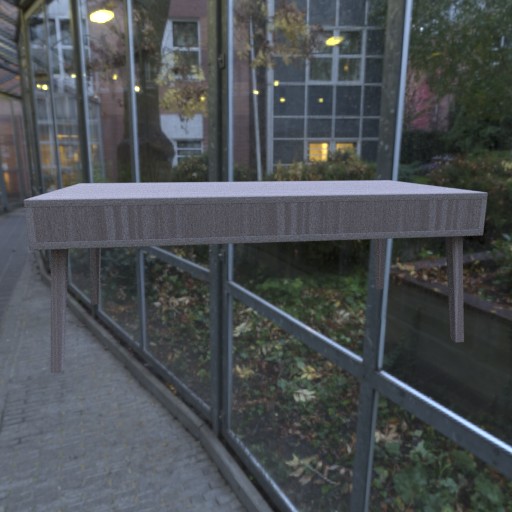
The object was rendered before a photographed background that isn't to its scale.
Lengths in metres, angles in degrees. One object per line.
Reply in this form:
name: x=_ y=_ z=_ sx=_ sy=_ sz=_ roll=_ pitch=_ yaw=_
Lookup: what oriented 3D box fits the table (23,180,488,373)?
table: x=0.000 y=0.000 z=1.467 sx=1.200 sy=0.450 sz=0.600 roll=-2 pitch=13 yaw=-9
